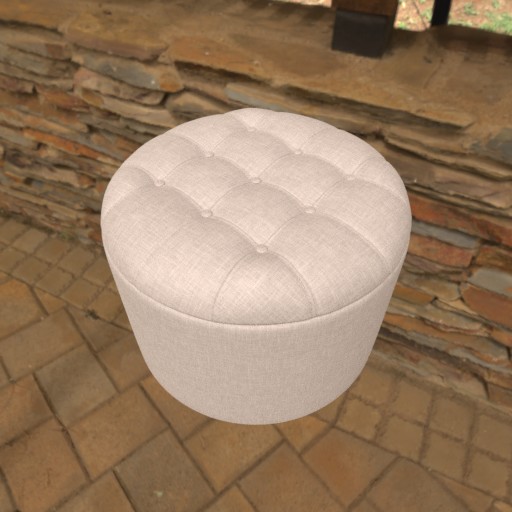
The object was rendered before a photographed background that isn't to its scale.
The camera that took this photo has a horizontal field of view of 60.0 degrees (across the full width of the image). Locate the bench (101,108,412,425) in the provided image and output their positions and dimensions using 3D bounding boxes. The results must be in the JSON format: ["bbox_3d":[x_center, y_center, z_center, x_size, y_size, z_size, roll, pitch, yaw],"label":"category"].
[{"bbox_3d":[0.000,0.000,0.989,0.600,0.453,0.600,0,47,0],"label":"bench"}]
